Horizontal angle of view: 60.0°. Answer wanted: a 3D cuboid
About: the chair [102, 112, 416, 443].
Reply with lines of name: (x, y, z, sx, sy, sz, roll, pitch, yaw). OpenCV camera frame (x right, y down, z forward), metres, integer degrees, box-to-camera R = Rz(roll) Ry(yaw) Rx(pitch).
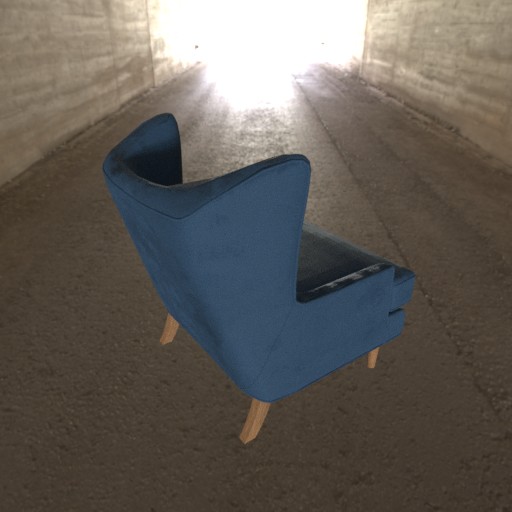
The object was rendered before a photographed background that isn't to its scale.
chair: (0.000, 0.000, 1.639, 0.910, 0.952, 0.793, -18, 32, -31)
